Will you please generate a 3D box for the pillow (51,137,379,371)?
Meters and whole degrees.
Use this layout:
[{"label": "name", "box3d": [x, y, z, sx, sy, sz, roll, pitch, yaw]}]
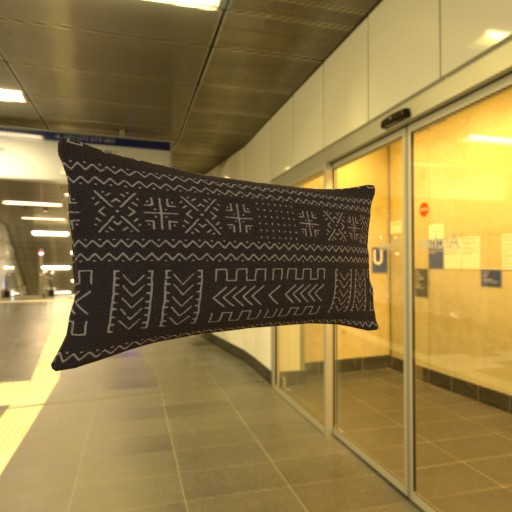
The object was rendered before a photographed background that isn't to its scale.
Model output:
[{"label": "pillow", "box3d": [0.000, 0.000, 0.789, 0.667, 0.322, 0.135, 1, -1, -35]}]
